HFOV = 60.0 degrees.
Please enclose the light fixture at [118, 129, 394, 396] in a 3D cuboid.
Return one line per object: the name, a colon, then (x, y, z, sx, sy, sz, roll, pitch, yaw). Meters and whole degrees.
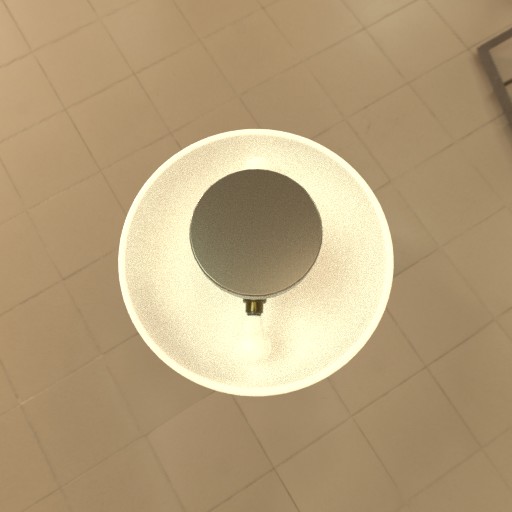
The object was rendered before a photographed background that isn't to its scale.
light fixture: (0.000, 0.000, 0.548, 0.330, 0.214, 0.330, 0, 76, 0)
